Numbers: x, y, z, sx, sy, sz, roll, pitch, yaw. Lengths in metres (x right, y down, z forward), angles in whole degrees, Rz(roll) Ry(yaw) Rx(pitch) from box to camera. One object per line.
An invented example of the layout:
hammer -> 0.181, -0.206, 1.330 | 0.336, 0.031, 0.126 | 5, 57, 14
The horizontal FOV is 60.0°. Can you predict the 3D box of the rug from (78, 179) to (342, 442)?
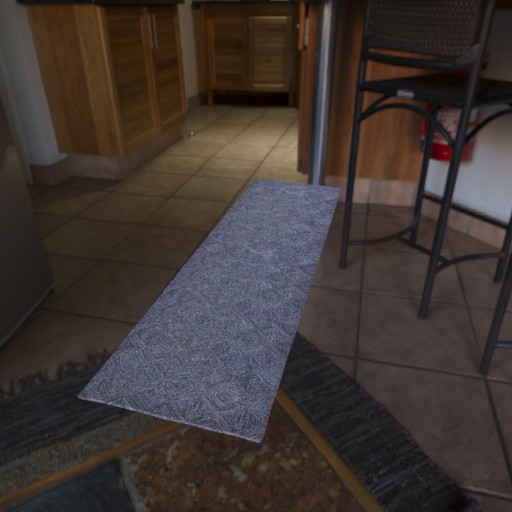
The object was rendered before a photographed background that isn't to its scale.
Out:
rug -> 0.000, 0.000, 2.472 | 0.691, 0.011, 2.296 | 8, 31, 14
